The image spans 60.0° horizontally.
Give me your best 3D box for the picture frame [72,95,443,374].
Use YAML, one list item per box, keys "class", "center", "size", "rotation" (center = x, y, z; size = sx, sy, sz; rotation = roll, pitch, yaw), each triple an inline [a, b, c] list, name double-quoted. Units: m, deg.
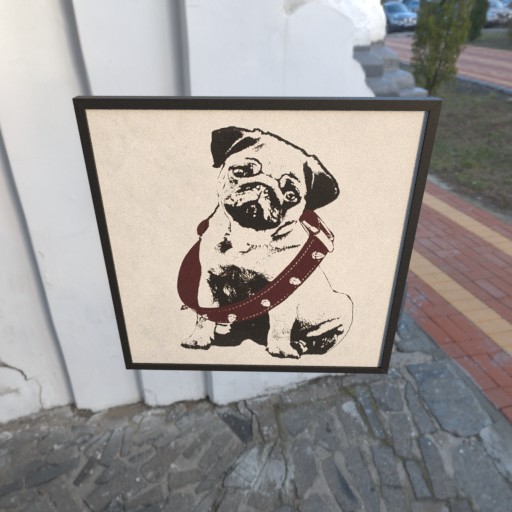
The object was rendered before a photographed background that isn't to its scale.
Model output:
- class: "picture frame"
  center: [0.000, 0.000, 1.133]
  size: [0.775, 0.775, 0.032]
  rotation: [1, 30, 1]
